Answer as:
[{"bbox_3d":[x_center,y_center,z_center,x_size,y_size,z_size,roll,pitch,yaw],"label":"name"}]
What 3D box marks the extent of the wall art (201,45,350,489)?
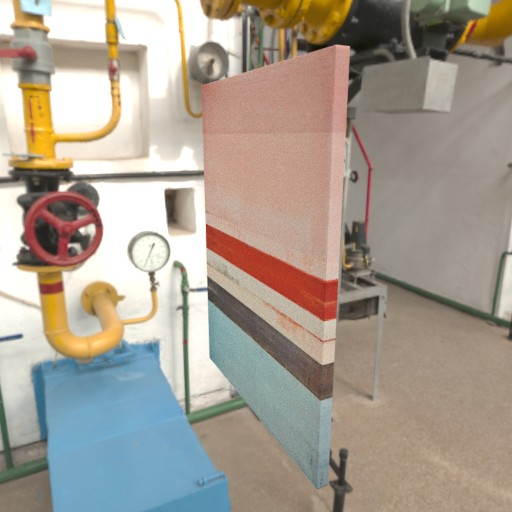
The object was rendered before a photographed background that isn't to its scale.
[{"bbox_3d":[0.000,0.000,1.309,0.039,1.016,0.761,-7,17,-25],"label":"wall art"}]
